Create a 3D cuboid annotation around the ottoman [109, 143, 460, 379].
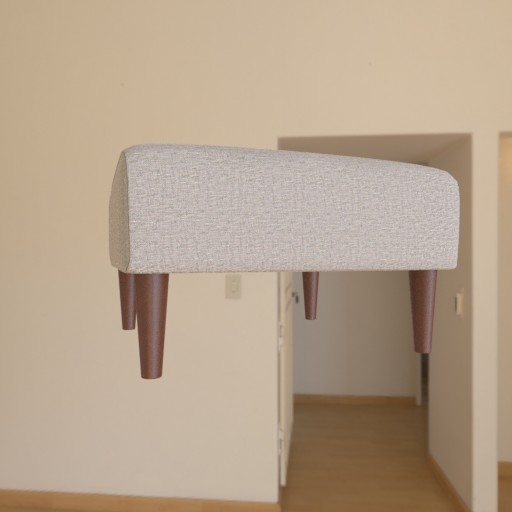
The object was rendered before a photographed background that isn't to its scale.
[{"bbox_3d":[0.000,0.000,1.063,0.655,0.399,0.648,0,0,-20],"label":"ottoman"}]
